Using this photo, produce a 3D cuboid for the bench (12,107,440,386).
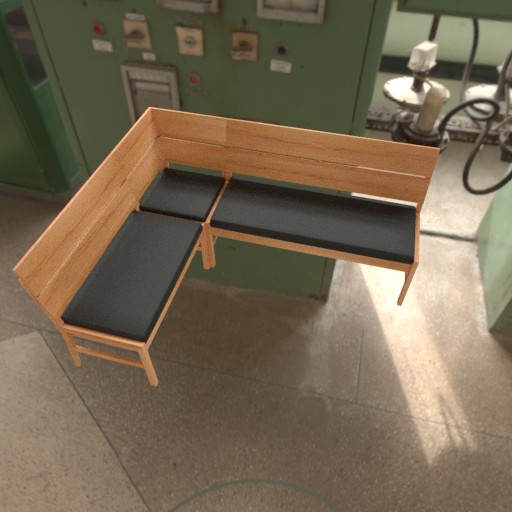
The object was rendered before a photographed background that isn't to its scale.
[{"bbox_3d":[0.000,0.000,2.729,1.948,0.890,1.548,11,48,10],"label":"bench"}]
